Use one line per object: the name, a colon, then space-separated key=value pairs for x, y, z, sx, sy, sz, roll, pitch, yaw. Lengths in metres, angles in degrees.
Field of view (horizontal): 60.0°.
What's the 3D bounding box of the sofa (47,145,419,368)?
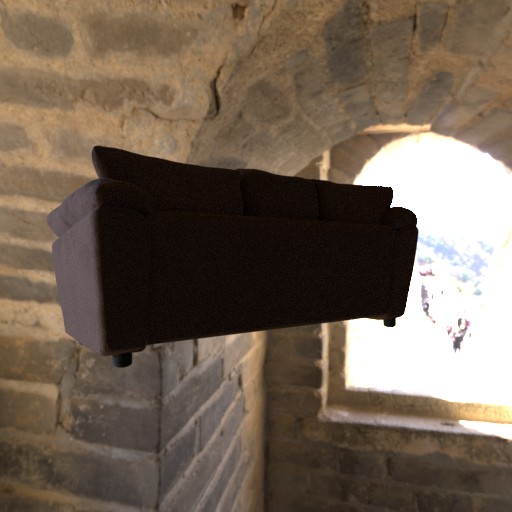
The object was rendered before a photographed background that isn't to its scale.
sofa: x=0.000 y=0.000 z=2.831 sx=2.336 sy=1.015 sz=0.878 roll=0 pitch=0 yaw=-35
